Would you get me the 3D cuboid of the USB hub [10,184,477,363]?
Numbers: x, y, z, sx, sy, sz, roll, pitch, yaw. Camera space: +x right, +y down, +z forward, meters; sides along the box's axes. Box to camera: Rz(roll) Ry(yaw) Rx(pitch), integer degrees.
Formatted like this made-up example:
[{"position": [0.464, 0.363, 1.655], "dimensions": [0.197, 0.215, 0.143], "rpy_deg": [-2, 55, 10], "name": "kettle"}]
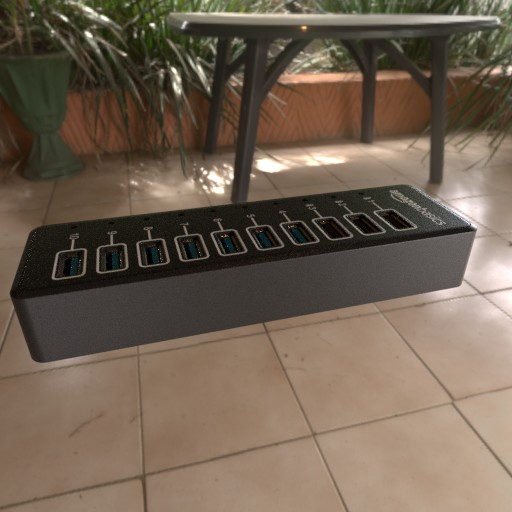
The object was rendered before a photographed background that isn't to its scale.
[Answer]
[{"position": [0.000, 0.000, 0.154], "dimensions": [0.145, 0.023, 0.044], "rpy_deg": [-8, 31, -14], "name": "USB hub"}]
